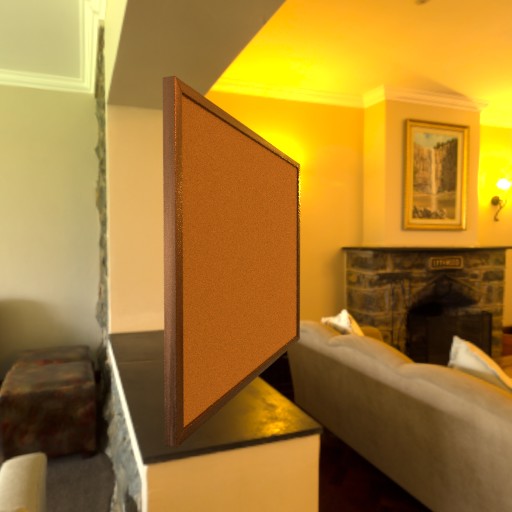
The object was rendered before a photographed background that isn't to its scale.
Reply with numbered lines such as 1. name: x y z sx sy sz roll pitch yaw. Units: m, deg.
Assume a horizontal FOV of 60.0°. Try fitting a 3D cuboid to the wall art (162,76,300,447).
1. wall art: 0.000 0.000 0.567 0.012 0.304 0.431 1 2 19
